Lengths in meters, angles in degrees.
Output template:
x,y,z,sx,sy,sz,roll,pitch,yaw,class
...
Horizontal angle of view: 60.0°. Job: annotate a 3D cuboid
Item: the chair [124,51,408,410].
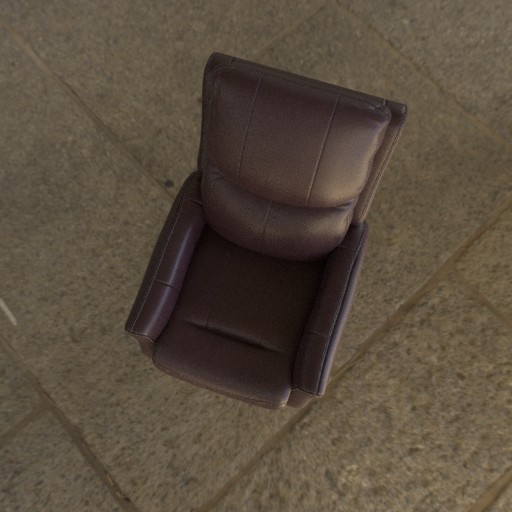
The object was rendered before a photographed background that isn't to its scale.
x,y,z,sx,sy,sz,roll,pitch,yaw,class
0.000,0.000,1.735,0.829,1.030,1.080,18,75,5,chair
